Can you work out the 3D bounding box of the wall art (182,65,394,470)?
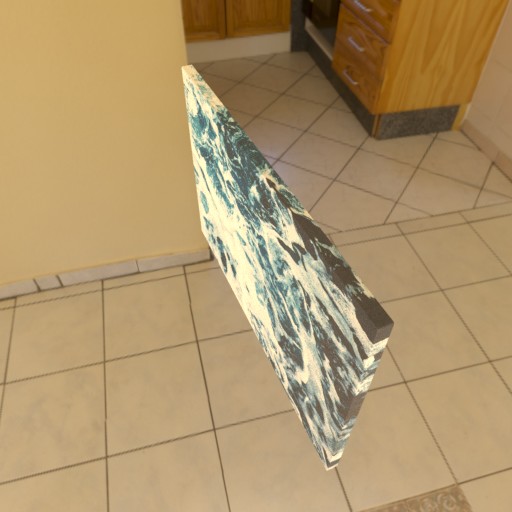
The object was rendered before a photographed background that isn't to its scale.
[{"bbox_3d":[0.000,0.000,1.886,0.055,1.017,1.524,-18,50,-16],"label":"wall art"}]
